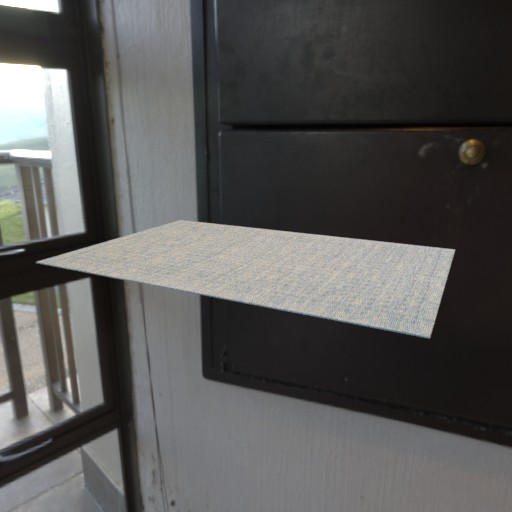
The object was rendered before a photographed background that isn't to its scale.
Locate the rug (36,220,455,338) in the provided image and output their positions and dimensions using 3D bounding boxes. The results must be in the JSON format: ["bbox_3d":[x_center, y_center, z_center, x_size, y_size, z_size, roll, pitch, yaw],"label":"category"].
[{"bbox_3d":[0.000,0.000,2.203,1.752,0.006,1.142,8,18,26],"label":"rug"}]
